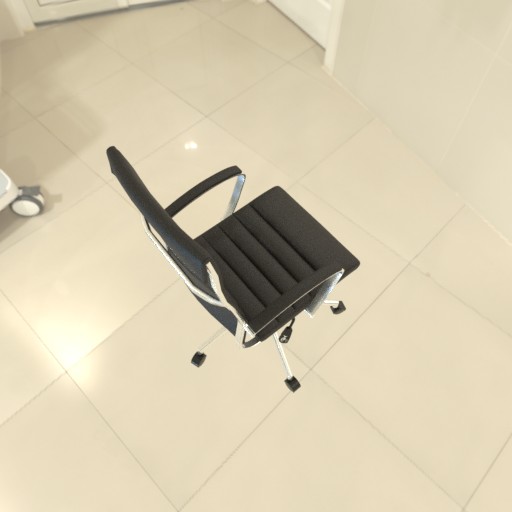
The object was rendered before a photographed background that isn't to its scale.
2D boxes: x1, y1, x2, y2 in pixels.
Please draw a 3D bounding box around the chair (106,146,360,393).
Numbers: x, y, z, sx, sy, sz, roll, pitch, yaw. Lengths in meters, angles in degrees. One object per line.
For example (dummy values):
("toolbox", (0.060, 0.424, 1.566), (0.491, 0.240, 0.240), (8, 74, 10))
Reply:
("chair", (0.000, 0.000, 1.635), (0.739, 1.149, 0.766), (-34, 65, -19))
